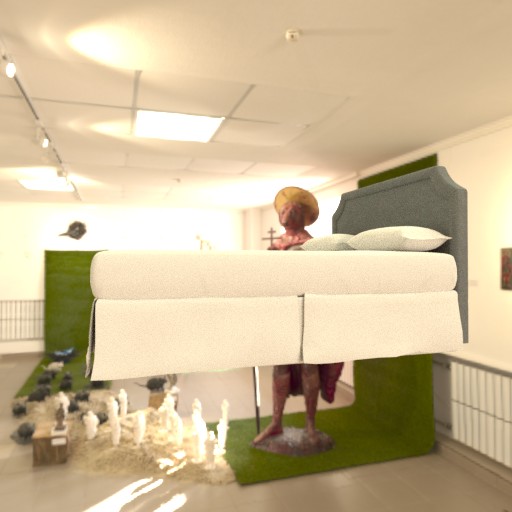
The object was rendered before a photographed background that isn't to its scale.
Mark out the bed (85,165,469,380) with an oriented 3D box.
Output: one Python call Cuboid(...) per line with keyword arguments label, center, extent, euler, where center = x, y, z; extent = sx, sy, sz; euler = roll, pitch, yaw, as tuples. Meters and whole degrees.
Cuboid(label="bed", center=(0.000, 0.000, 3.508), extent=(2.464, 1.306, 1.977), euler=(0, -1, -18))
